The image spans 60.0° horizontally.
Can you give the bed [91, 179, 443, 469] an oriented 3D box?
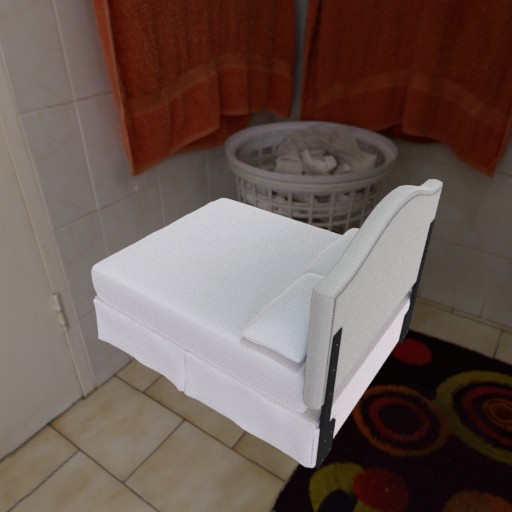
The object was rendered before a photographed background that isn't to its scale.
[{"bbox_3d":[0.000,0.000,3.512,2.180,1.607,1.813,21,38,30],"label":"bed"}]
